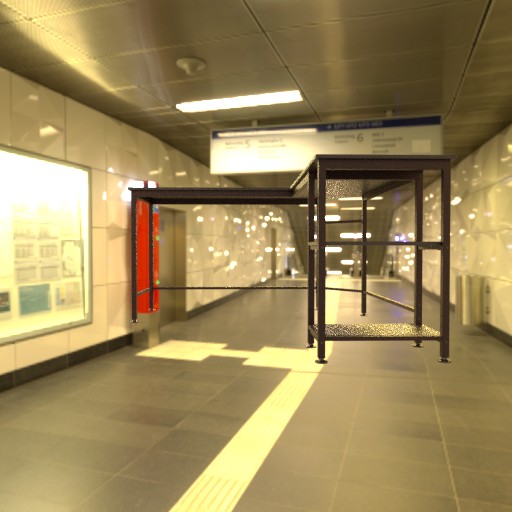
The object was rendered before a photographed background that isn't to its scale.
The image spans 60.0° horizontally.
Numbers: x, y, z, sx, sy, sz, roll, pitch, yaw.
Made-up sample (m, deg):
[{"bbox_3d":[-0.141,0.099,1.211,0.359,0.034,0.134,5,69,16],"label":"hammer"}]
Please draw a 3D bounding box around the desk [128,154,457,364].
[{"bbox_3d":[0.000,0.000,2.240,1.379,0.739,1.379,0,1,-2],"label":"desk"}]
